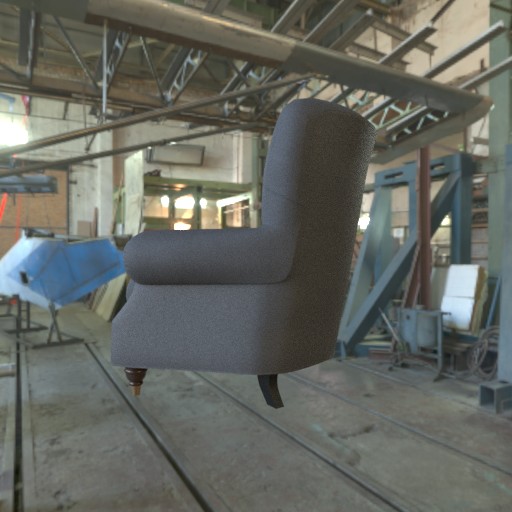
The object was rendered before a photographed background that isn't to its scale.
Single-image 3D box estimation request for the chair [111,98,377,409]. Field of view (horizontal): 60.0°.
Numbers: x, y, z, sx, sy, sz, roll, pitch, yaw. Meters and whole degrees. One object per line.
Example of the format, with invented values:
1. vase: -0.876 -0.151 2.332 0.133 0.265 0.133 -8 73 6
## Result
1. chair: 0.000 0.000 1.872 0.983 1.046 0.983 0 1 16
